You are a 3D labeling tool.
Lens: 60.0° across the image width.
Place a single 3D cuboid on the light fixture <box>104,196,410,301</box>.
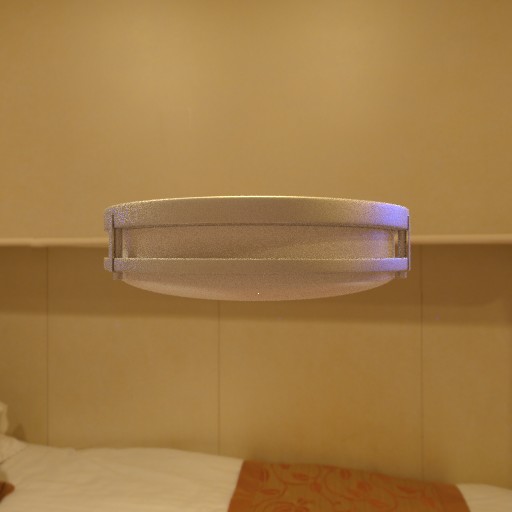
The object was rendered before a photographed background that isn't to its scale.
[{"bbox_3d":[0.000,0.000,0.544,0.356,0.102,0.356,0,0,0],"label":"light fixture"}]
